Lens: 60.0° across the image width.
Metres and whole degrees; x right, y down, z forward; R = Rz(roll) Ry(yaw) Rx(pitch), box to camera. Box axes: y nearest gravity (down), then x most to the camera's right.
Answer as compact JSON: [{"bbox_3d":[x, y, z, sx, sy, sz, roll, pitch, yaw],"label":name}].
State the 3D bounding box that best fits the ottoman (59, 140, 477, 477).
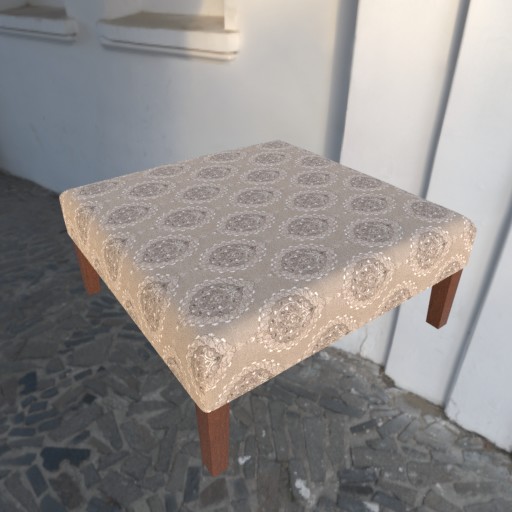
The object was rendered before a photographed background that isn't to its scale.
[{"bbox_3d":[0.000,0.000,1.386,0.890,0.411,0.889,-21,38,-30],"label":"ottoman"}]
